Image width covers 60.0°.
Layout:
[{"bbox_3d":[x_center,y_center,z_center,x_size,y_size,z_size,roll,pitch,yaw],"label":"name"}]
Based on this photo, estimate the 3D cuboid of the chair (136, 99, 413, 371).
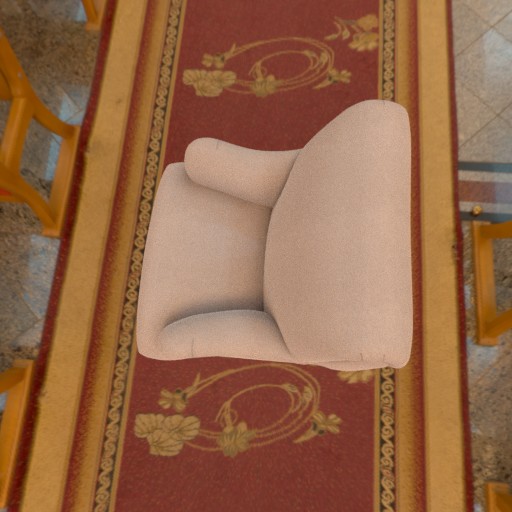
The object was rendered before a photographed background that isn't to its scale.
[{"bbox_3d":[0.000,0.000,1.575,0.842,0.942,0.766,5,74,1],"label":"chair"}]
